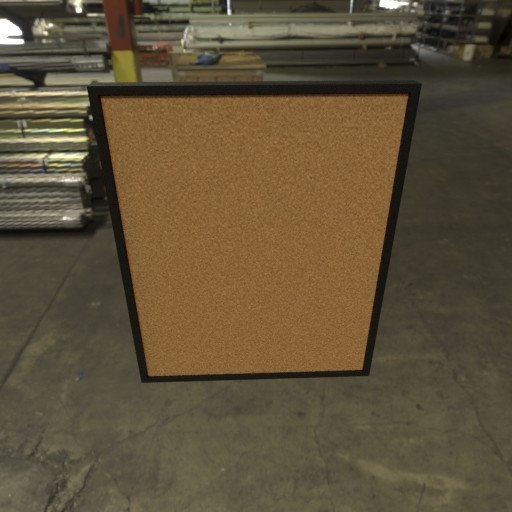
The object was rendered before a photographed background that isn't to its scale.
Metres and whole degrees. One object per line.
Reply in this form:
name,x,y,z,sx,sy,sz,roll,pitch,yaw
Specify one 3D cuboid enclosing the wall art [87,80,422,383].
wall art,0.000,0.000,0.758,0.457,0.559,0.029,-1,31,-2
